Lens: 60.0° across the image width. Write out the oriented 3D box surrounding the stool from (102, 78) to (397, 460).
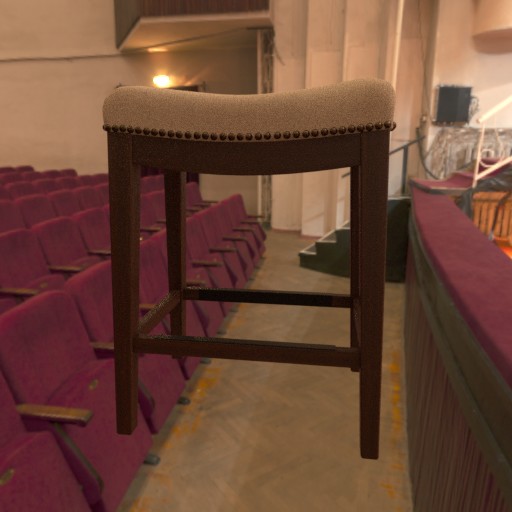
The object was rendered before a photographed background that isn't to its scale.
[{"bbox_3d":[0.000,0.000,0.945,0.509,0.669,0.363,2,14,8],"label":"stool"}]
